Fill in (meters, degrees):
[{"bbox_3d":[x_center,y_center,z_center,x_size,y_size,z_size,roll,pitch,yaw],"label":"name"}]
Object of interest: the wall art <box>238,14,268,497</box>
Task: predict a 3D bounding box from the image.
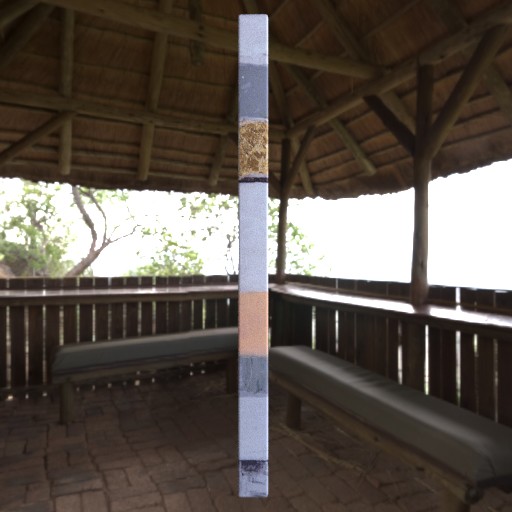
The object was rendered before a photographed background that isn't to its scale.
[{"bbox_3d":[0.000,0.000,0.785,0.038,0.609,0.456,0,0,1],"label":"wall art"}]
